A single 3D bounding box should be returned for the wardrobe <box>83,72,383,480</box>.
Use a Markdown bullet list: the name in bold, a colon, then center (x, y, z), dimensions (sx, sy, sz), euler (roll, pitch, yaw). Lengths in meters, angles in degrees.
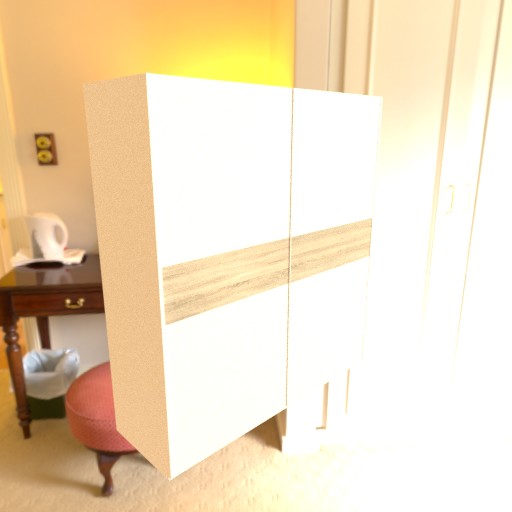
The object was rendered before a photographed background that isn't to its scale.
- **wardrobe**: center (0.000, 0.000, 2.891), dimensions (1.830, 2.020, 0.600), euler (-15, 21, -42)
